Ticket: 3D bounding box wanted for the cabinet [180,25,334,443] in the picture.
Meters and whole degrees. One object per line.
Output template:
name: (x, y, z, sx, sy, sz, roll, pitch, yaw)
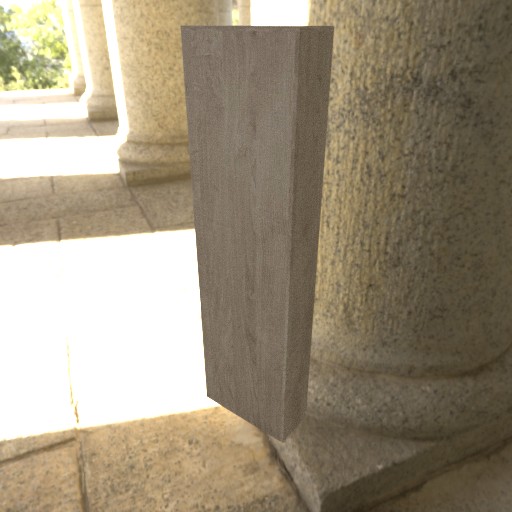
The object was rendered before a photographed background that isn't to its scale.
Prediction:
cabinet: (0.000, 0.000, 1.941, 0.500, 1.790, 0.230, 19, 33, 32)
